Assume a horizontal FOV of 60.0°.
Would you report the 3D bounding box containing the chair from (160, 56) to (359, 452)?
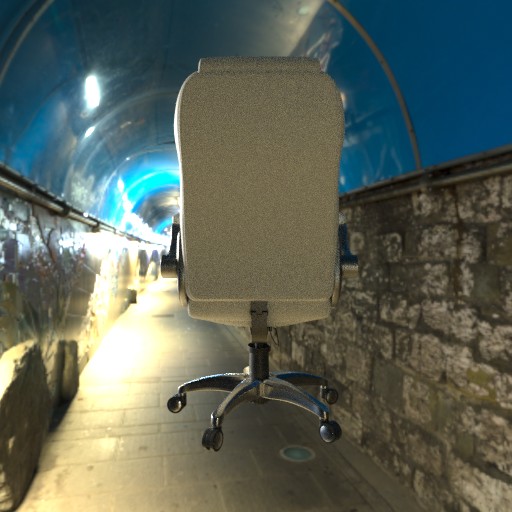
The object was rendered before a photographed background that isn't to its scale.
[{"bbox_3d":[0.000,0.000,1.825,0.755,1.330,0.806,0,0,0],"label":"chair"}]
